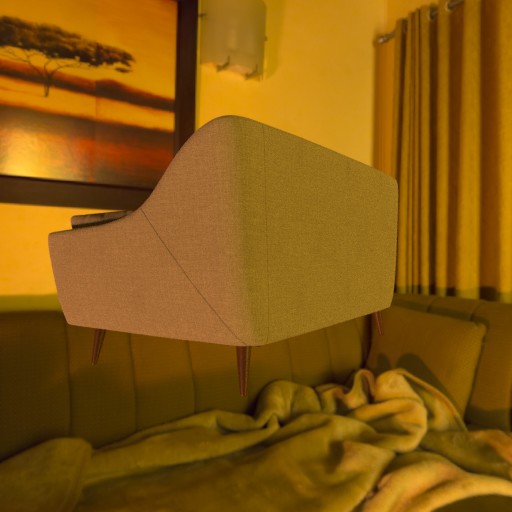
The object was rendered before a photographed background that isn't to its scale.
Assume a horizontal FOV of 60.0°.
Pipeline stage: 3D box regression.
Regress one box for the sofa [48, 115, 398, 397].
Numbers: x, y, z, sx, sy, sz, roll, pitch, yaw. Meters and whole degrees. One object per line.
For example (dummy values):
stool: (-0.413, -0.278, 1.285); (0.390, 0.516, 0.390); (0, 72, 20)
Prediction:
sofa: (0.000, 0.000, 2.177); (0.965, 0.888, 1.652); (0, 1, 36)
